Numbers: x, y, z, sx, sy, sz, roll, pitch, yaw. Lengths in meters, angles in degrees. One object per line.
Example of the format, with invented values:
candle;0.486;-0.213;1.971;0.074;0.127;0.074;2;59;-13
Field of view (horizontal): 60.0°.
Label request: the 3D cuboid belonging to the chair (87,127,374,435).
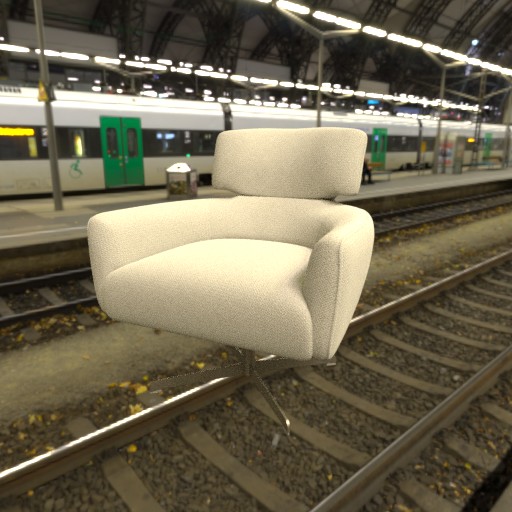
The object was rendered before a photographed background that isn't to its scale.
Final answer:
chair;0.000;0.000;1.421;0.760;0.810;0.730;7;15;25
